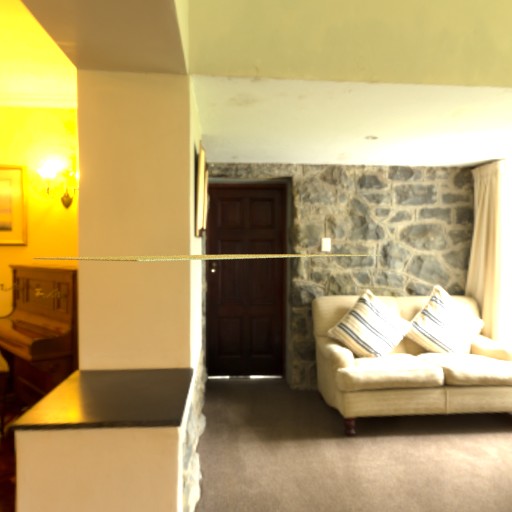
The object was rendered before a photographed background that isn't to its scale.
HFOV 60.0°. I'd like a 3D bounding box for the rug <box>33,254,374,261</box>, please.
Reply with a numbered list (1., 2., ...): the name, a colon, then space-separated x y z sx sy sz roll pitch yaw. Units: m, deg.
1. rug: 0.000 0.000 2.648 0.686 0.013 2.340 0 1 36
